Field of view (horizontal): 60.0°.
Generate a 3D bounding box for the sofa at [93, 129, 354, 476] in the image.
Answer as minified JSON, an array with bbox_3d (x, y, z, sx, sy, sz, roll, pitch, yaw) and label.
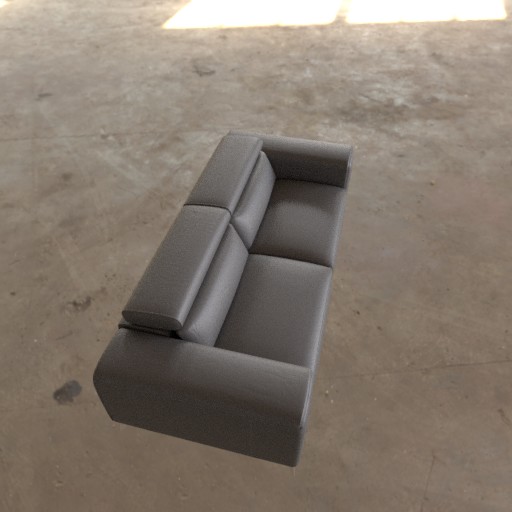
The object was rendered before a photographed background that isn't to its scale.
[{"bbox_3d":[0.000,0.000,2.871,1.023,0.759,2.321,10,46,10],"label":"sofa"}]
